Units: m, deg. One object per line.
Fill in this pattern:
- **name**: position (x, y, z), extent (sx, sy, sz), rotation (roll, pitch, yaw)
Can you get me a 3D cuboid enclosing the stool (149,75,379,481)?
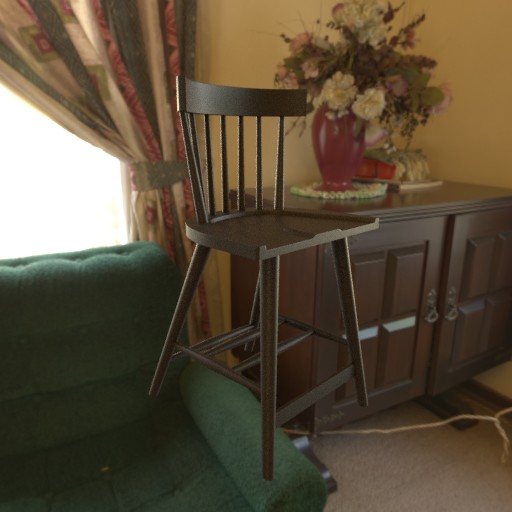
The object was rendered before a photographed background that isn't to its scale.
- **stool**: position (0.000, 0.000, 1.300), extent (0.549, 0.953, 0.494), rotation (15, 21, 43)
